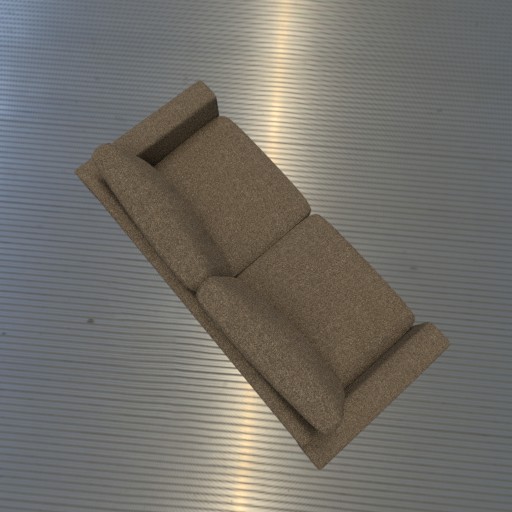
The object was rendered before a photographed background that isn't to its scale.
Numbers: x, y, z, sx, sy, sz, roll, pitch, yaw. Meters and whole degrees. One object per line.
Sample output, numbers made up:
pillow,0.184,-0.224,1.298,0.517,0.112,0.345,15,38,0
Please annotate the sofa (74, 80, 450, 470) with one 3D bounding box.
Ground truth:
sofa,0.000,0.000,2.640,1.016,0.873,2.179,-40,79,-9
